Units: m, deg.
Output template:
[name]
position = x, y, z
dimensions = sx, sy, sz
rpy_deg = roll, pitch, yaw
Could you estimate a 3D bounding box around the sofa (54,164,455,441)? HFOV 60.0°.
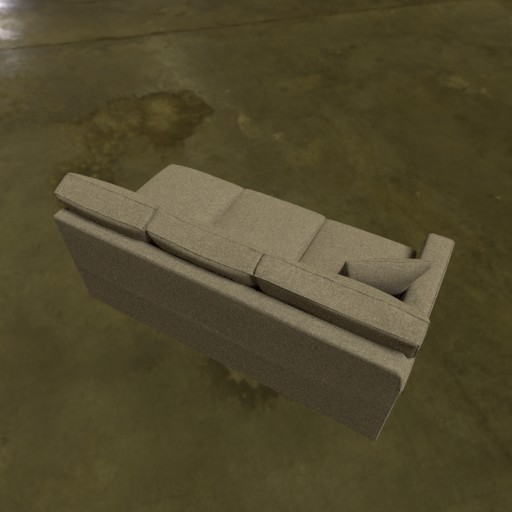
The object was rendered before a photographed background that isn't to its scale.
[sofa]
position = 0.000, 0.000, 2.573
dimensions = 1.963, 0.946, 1.034
rpy_deg = 22, 51, 19
